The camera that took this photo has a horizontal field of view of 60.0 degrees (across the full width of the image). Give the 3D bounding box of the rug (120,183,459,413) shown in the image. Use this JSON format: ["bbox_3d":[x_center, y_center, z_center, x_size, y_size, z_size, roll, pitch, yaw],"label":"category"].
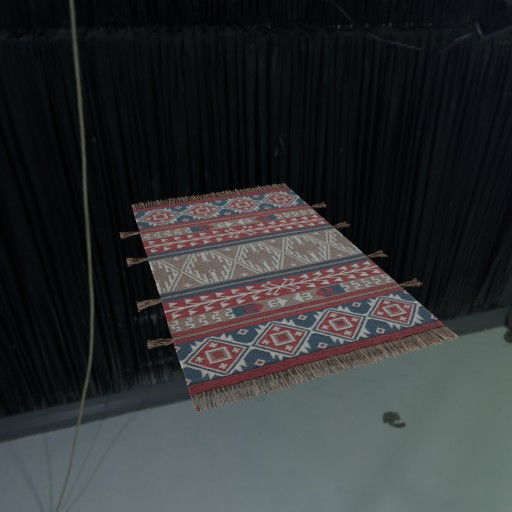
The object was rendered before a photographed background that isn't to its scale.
[{"bbox_3d":[0.000,0.000,2.641,1.469,0.040,2.025,-11,32,-17],"label":"rug"}]
